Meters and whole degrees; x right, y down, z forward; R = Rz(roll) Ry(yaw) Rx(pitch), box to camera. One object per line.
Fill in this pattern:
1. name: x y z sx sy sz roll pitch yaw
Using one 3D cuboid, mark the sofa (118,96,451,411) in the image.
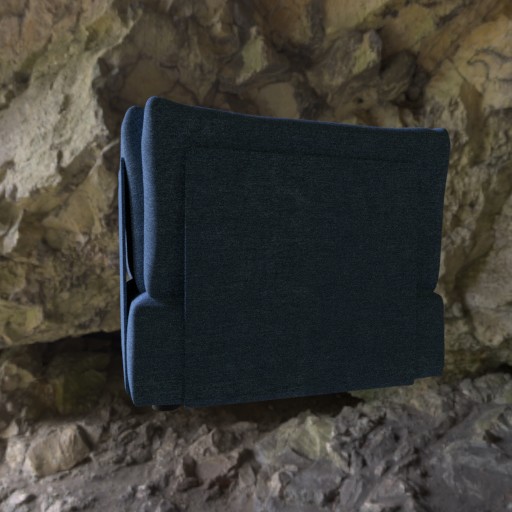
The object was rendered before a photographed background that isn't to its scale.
1. sofa: 0.000 0.000 1.698 1.000 0.820 1.000 0 0 -18
